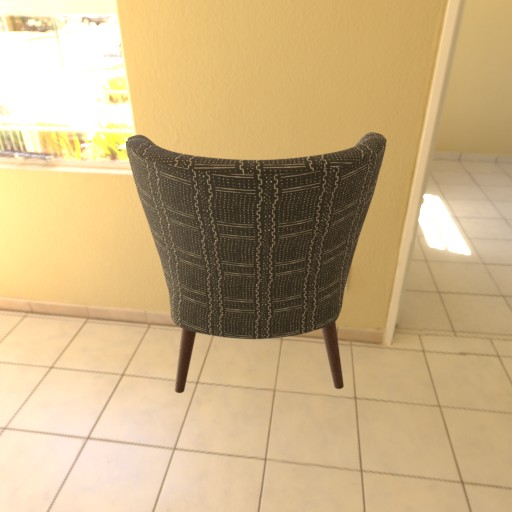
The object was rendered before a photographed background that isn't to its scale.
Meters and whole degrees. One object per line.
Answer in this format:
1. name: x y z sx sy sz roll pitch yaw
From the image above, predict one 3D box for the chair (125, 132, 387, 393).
1. chair: 0.000 0.000 1.448 0.710 0.866 0.758 -1 30 -2
